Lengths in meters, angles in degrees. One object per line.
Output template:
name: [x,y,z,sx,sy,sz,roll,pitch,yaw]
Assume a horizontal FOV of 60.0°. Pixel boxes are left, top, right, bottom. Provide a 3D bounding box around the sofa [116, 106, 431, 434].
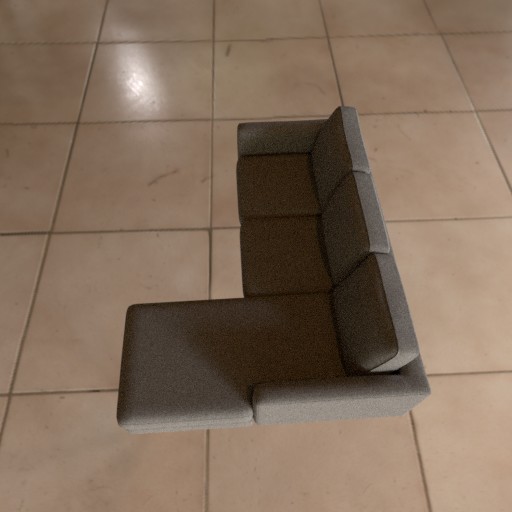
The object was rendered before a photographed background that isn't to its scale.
sofa: [0.000,0.000,2.941,1.667,0.957,2.055,-3,59,-2]
